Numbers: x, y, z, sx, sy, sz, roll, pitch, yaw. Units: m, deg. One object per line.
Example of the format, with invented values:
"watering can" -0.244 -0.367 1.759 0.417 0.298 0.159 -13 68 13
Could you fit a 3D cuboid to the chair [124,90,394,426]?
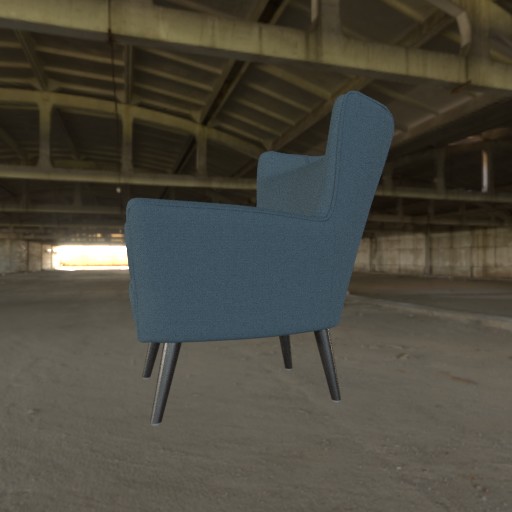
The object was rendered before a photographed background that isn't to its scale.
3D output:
"chair" 0.000 0.000 1.565 0.888 0.933 0.781 0 0 -17
